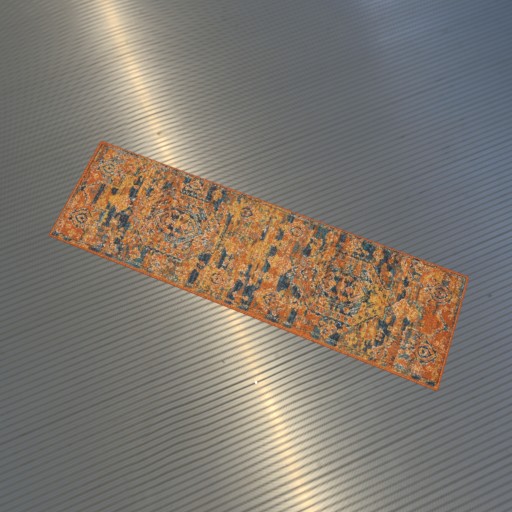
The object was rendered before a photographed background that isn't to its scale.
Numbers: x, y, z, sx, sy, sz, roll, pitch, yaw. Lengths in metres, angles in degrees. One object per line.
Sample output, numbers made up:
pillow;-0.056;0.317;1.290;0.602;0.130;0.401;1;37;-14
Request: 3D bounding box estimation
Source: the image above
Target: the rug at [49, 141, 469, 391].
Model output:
rug;0.000;0.000;2.477;2.274;0.016;0.651;21;75;6
